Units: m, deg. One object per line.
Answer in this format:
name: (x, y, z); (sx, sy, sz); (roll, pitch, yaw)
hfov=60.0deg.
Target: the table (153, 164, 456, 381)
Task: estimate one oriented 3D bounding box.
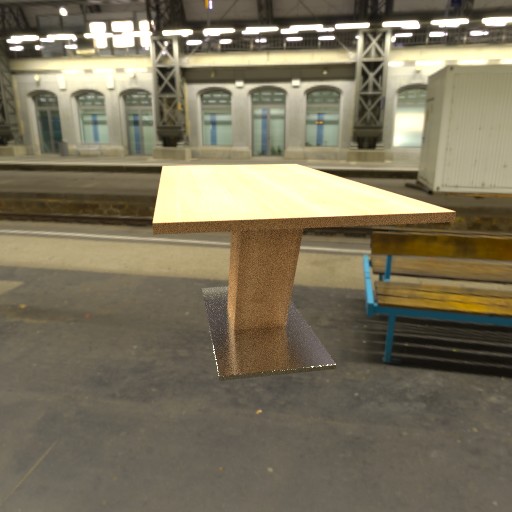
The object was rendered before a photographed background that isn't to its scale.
table: (0.000, 0.000, 2.221); (0.900, 0.750, 1.800); (-3, 17, -10)
